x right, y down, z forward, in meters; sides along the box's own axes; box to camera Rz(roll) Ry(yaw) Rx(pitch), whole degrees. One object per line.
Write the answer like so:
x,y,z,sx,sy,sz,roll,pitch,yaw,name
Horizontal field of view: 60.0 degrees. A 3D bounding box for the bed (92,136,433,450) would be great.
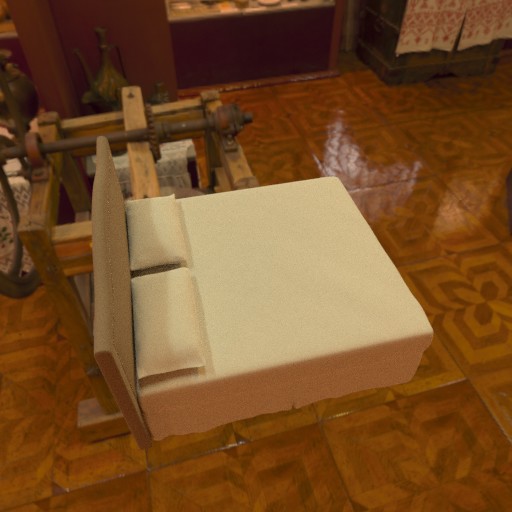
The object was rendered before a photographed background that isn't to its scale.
0.000,0.000,3.504,2.182,1.421,2.083,-10,47,-9,bed
